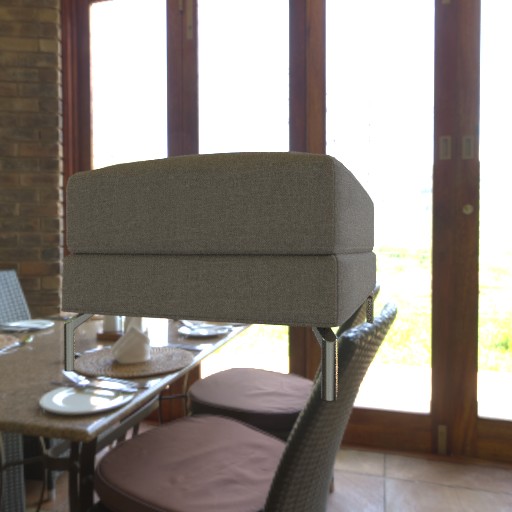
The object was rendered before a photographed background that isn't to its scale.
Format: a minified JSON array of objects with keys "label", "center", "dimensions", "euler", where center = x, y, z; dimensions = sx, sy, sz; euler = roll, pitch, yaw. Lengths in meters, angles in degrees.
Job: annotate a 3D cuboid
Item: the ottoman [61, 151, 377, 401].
[{"label":"ottoman","center":[0.000,0.000,1.189],"dimensions":[0.584,0.457,0.838],"euler":[0,1,19]}]
